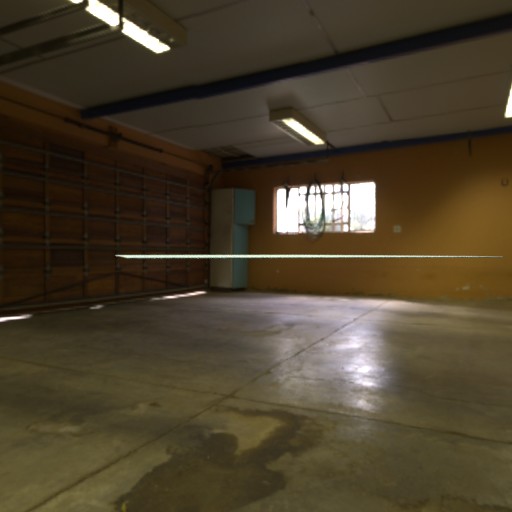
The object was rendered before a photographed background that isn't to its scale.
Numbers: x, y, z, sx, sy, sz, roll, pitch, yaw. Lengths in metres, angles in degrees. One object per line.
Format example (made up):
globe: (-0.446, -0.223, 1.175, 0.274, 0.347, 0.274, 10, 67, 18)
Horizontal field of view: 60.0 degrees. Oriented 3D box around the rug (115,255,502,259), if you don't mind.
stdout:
rug: (0.000, 0.000, 4.103, 2.443, 0.007, 3.200, 0, 0, -19)
